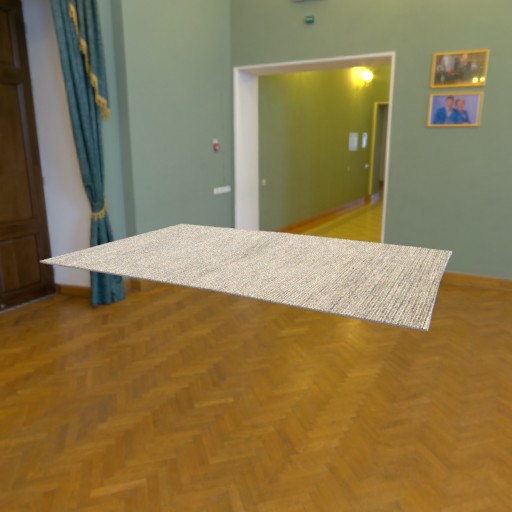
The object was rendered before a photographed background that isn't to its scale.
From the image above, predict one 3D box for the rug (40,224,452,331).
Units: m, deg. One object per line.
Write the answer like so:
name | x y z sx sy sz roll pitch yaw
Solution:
rug | 0.000 0.000 2.282 1.804 0.022 1.162 7 16 26
